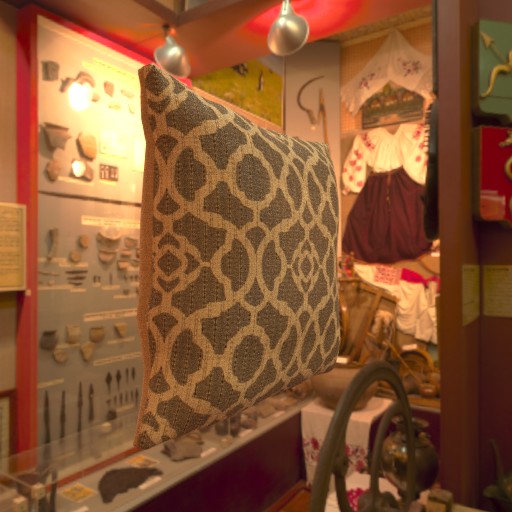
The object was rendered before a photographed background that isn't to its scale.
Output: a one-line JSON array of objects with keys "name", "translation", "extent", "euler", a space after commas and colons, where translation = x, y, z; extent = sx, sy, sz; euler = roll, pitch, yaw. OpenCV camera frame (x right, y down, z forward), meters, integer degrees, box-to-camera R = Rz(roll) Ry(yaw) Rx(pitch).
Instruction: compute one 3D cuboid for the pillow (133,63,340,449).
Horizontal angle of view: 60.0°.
[{"name": "pillow", "translation": [0.000, 0.000, 0.769], "extent": [0.215, 0.498, 0.508], "euler": [0, -1, 36]}]
